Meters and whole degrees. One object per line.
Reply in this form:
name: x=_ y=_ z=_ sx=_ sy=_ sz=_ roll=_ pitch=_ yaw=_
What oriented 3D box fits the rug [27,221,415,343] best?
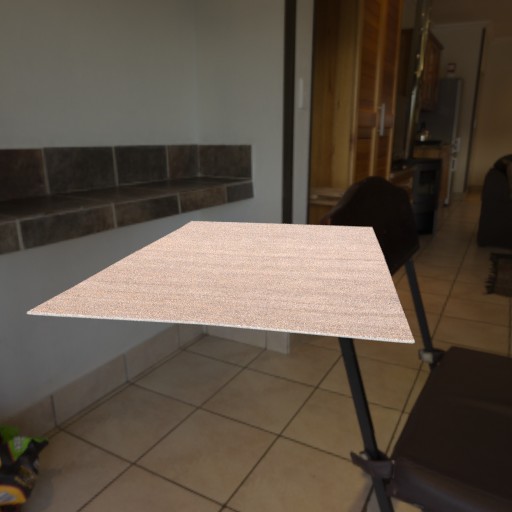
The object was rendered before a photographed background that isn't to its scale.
rug: x=0.000 y=0.000 z=2.865 sx=1.624 sy=0.030 sz=2.264 roll=3 pitch=15 yaw=10
